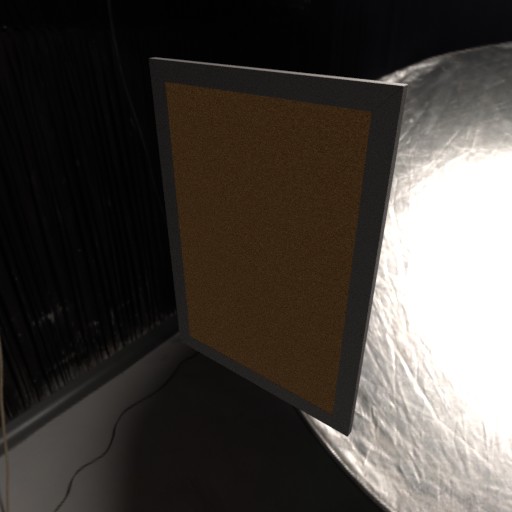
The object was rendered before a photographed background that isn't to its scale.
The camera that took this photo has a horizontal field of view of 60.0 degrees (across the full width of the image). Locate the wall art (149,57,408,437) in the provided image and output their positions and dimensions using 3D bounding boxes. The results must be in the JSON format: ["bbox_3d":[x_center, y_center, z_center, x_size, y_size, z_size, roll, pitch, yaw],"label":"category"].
[{"bbox_3d":[0.000,0.000,0.680,0.380,0.534,0.013,21,36,31],"label":"wall art"}]
